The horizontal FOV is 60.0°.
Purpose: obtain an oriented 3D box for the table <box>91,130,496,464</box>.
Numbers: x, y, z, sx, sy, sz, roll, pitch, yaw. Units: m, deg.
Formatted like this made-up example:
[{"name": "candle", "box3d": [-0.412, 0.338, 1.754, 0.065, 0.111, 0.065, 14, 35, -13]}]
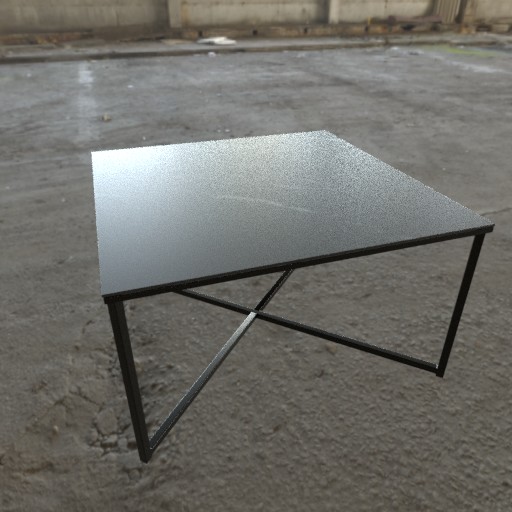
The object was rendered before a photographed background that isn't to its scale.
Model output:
[{"name": "table", "box3d": [0.000, 0.000, 1.266, 0.800, 0.450, 0.800, -10, 32, -16]}]
